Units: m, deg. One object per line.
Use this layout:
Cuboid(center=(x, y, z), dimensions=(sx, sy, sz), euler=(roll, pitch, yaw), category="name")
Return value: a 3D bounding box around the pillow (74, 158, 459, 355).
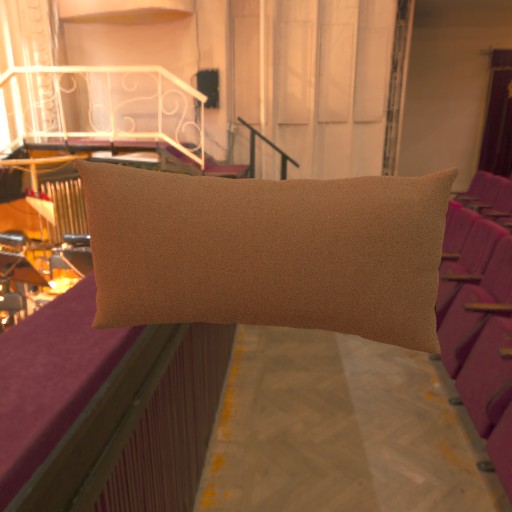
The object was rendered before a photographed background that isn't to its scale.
Cuboid(center=(0.000, 0.000, 0.729), dimensions=(0.612, 0.308, 0.148), euler=(3, 17, 9), category="pillow")
